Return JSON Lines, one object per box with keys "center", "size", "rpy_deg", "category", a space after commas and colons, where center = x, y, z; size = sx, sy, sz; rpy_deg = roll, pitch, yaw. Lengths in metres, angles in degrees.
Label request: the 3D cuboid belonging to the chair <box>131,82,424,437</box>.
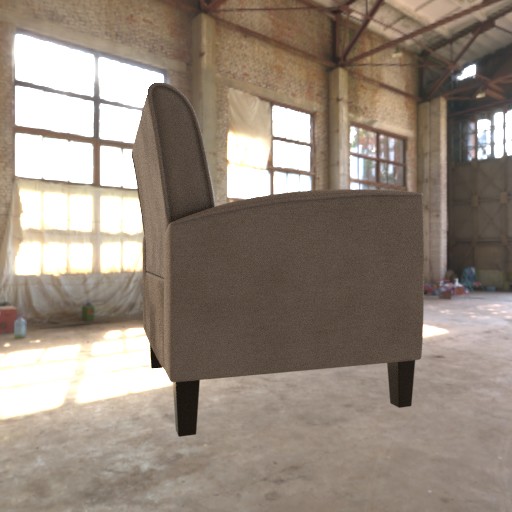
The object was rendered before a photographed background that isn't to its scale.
{"center": [0.000, 0.000, 1.582], "size": [0.821, 0.915, 0.820], "rpy_deg": [0, 0, -19], "category": "chair"}
